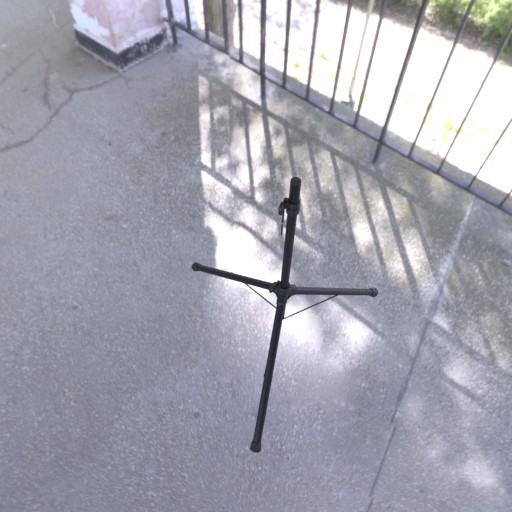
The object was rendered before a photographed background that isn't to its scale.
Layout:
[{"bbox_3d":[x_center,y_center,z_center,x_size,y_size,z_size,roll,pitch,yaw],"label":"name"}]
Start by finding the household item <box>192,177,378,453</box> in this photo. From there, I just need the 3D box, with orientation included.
[{"bbox_3d":[0.000,0.000,1.855,0.907,1.136,1.045,36,64,21],"label":"household item"}]
